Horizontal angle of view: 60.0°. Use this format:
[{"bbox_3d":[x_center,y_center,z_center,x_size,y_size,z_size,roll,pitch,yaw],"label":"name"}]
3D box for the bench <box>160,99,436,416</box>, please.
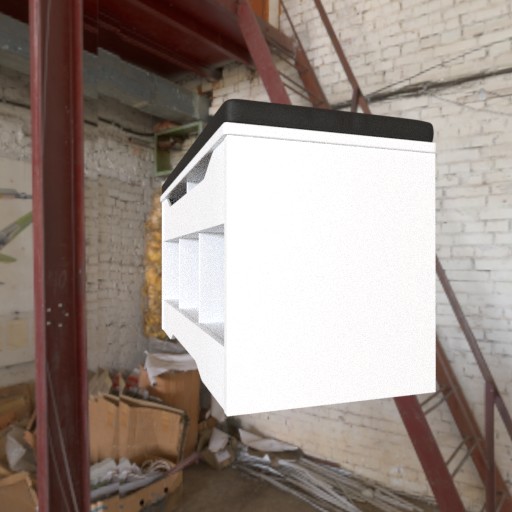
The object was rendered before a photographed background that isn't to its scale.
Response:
[{"bbox_3d":[0.000,0.000,1.171,0.401,0.500,0.899,0,0,-18],"label":"bench"}]
